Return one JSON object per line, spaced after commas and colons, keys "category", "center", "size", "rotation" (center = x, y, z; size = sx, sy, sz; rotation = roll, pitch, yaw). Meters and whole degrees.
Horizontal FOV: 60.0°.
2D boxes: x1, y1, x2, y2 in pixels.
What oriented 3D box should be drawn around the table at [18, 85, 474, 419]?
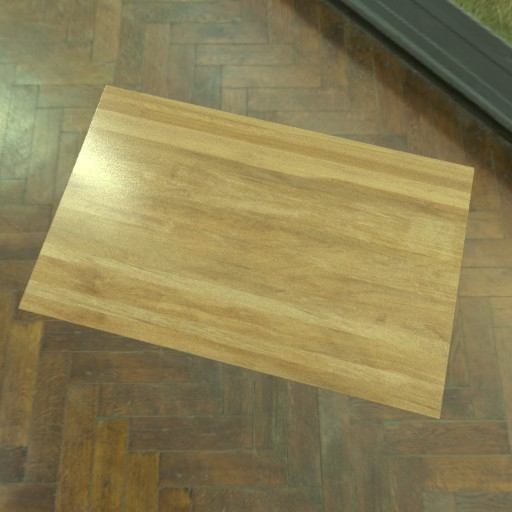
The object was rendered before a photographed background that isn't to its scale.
{"category": "table", "center": [0.000, 0.000, 1.415], "size": [1.100, 0.441, 0.692], "rotation": [14, 75, 4]}
